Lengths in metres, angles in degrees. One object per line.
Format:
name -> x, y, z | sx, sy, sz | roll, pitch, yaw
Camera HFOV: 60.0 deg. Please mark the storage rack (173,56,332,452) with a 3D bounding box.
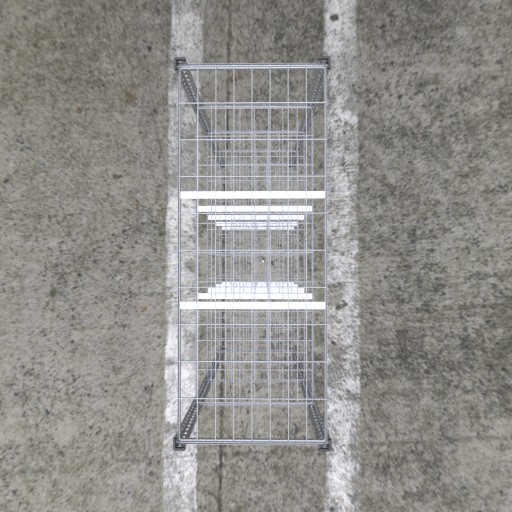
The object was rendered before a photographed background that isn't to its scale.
storage rack -> 0.000, 0.000, 2.698 | 0.610, 1.981, 1.524 | 0, 89, 1
